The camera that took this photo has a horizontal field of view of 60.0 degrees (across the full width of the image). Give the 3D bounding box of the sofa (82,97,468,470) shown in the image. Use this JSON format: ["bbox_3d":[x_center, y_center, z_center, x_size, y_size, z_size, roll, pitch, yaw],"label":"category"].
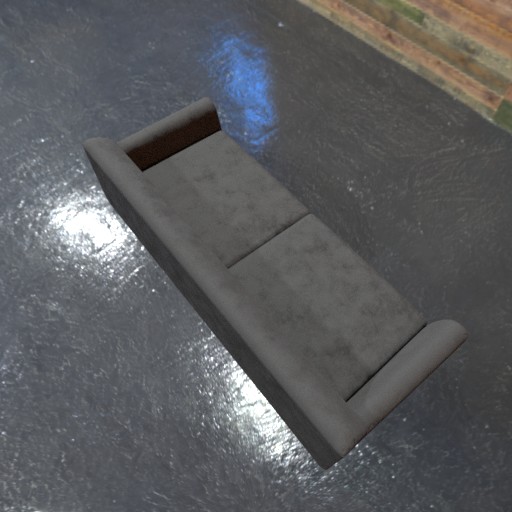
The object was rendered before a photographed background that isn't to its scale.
[{"bbox_3d":[0.000,0.000,2.602,0.900,0.740,2.190,-35,65,-19],"label":"sofa"}]
